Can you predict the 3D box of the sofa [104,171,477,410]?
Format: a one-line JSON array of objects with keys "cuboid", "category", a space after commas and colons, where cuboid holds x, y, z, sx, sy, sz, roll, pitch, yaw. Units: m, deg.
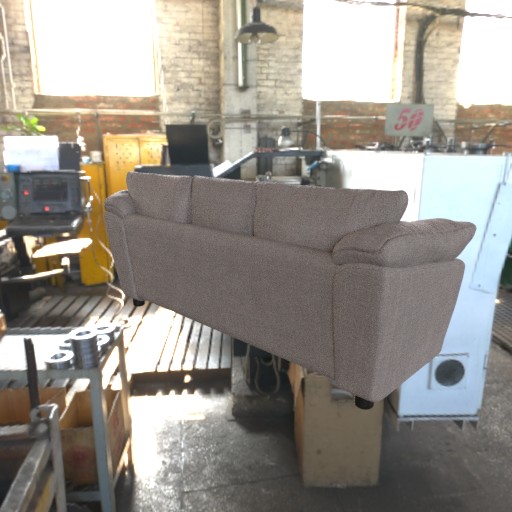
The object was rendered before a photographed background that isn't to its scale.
[{"cuboid": [0.000, 0.000, 2.786, 2.334, 0.996, 0.878, 13, 19, 43], "category": "sofa"}]
